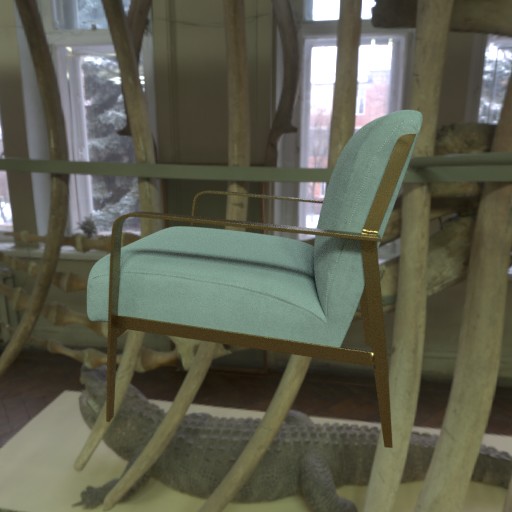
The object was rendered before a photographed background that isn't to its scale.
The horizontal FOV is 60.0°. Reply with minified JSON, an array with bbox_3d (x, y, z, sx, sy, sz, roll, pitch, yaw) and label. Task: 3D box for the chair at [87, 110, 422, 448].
[{"bbox_3d":[0.000,0.000,1.396,0.842,0.824,0.701,2,13,9],"label":"chair"}]
